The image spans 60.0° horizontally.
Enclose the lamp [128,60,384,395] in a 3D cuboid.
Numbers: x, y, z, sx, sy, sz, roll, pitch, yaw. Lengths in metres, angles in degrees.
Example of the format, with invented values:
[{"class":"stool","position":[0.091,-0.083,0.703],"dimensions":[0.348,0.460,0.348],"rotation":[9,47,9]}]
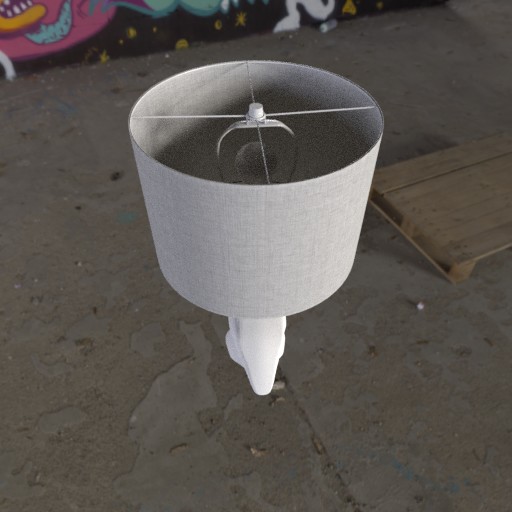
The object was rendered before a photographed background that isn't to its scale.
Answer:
[{"class":"lamp","position":[0.000,0.000,0.702],"dimensions":[0.298,0.503,0.298],"rotation":[-4,45,-4]}]
